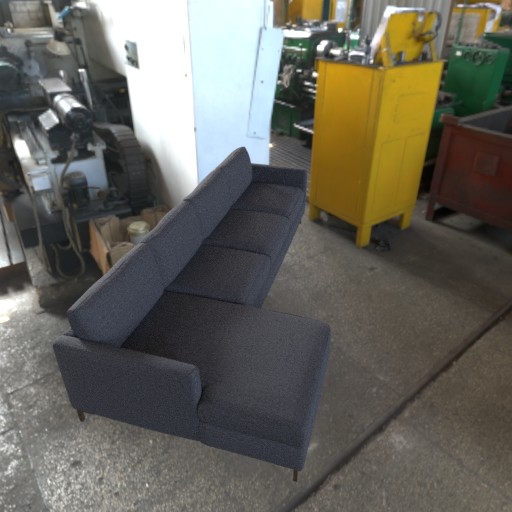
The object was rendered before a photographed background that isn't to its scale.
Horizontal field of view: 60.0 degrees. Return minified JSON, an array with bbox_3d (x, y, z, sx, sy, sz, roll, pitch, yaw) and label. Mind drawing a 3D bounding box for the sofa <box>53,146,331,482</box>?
[{"bbox_3d":[0.000,0.000,2.815,1.125,0.673,2.445,9,32,14],"label":"sofa"}]
